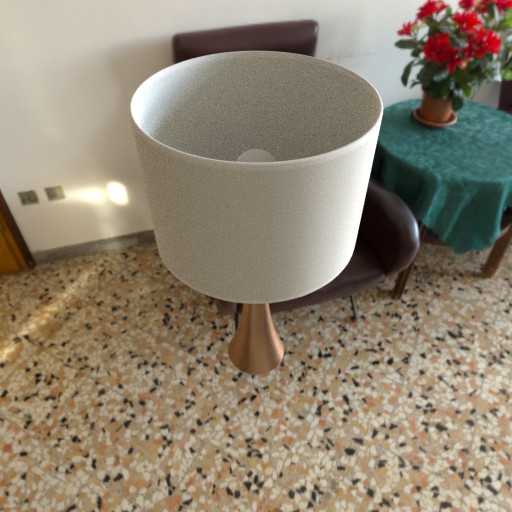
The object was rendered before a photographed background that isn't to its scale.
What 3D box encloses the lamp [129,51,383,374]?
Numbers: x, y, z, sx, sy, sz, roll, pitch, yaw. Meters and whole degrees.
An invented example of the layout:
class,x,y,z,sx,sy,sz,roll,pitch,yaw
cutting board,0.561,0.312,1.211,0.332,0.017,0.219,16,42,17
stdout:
class,x,y,z,sx,sy,sz,roll,pitch,yaw
lamp,0.000,0.000,0.642,0.268,0.479,0.268,28,51,26
